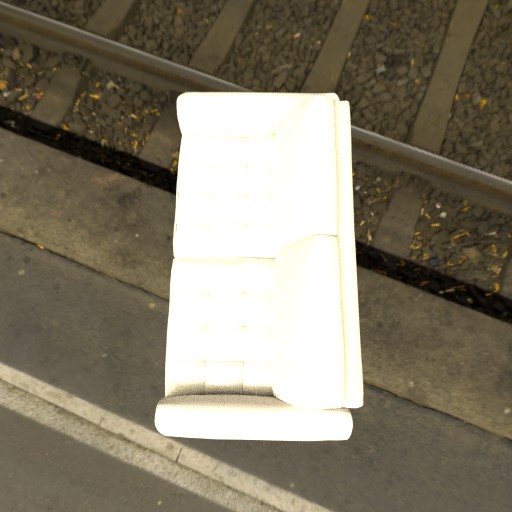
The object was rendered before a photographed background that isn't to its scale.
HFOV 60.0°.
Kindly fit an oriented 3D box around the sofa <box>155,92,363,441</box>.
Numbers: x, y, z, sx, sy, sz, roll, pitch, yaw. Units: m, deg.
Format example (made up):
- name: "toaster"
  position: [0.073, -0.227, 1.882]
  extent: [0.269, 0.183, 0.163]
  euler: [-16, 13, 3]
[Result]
- name: "sofa"
  position: [0.000, 0.000, 2.793]
  extent: [1.121, 0.930, 2.177]
  euler: [1, 75, 0]
